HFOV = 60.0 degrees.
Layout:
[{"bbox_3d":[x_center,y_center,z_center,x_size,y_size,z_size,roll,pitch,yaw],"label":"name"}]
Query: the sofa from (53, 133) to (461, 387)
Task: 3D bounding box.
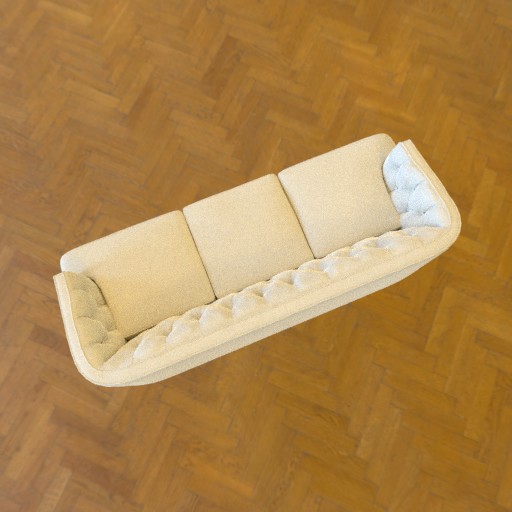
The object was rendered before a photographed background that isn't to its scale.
[{"bbox_3d":[0.000,0.000,2.767,2.278,0.855,0.941,-22,76,-6],"label":"sofa"}]
